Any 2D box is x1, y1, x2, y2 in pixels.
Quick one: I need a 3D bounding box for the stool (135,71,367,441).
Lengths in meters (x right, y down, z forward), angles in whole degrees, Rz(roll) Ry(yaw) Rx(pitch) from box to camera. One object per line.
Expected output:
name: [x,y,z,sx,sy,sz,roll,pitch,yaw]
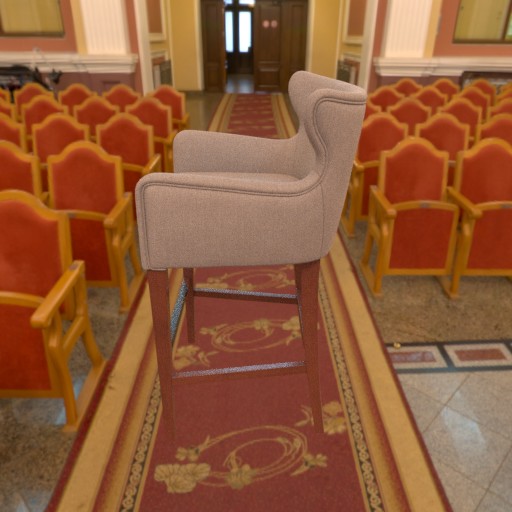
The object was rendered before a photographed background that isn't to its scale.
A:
stool: [0.000,0.000,1.401,0.575,1.047,0.575,0,27,0]
